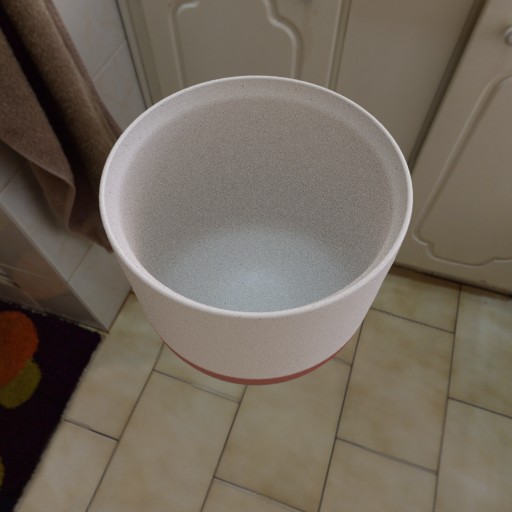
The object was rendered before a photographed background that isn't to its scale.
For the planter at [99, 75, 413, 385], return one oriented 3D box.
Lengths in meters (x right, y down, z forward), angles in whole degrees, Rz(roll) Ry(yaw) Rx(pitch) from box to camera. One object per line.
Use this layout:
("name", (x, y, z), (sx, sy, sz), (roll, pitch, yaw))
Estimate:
("planter", (0.000, 0.000, 0.495), (0.268, 0.270, 0.268), (0, 59, 0))
